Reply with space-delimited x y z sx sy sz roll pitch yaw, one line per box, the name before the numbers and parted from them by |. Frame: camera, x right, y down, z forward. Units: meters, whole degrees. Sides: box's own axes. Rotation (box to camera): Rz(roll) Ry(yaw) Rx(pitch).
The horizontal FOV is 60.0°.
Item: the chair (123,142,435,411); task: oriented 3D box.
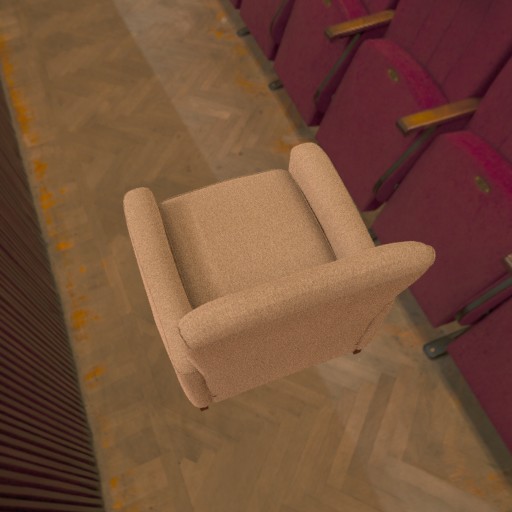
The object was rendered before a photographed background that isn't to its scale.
chair | 0.000 0.000 1.662 0.848 1.014 0.864 -17 60 -10
